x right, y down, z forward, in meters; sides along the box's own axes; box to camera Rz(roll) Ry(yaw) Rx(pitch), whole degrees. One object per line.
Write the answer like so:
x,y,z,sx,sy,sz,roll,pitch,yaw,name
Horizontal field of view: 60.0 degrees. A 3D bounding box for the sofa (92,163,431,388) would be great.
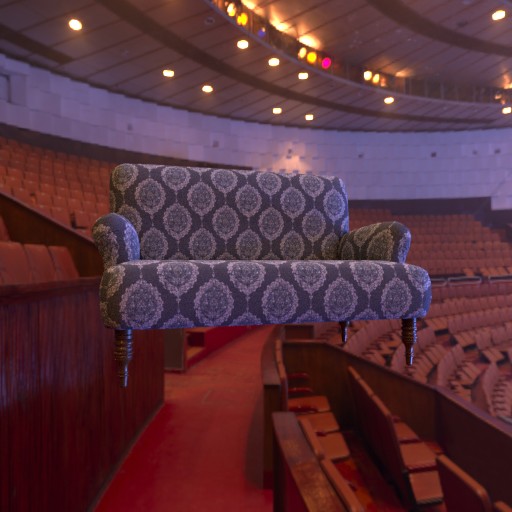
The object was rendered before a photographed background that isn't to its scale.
0.000,0.000,1.889,1.297,0.867,0.779,0,-1,-17,sofa
